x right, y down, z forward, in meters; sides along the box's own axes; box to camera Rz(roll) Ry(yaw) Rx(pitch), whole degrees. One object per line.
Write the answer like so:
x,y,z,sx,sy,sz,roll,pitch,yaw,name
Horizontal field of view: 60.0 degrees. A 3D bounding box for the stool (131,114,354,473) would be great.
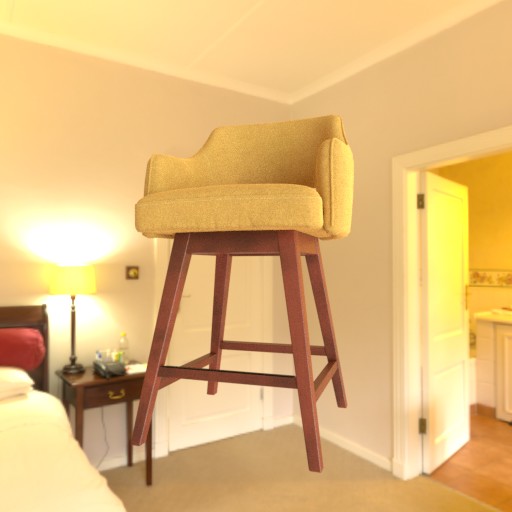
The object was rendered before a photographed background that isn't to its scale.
0.000,0.000,1.264,0.548,0.924,0.558,0,-1,18,stool
